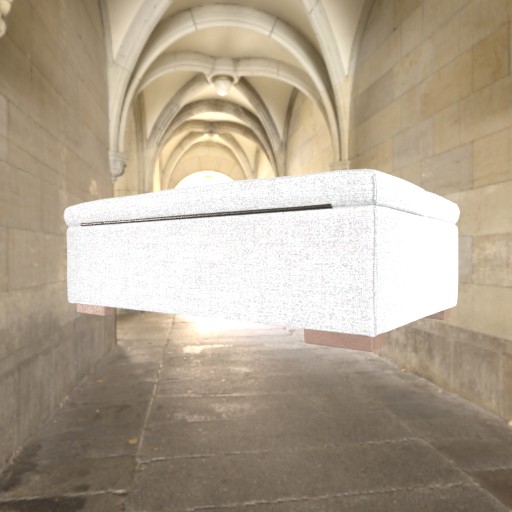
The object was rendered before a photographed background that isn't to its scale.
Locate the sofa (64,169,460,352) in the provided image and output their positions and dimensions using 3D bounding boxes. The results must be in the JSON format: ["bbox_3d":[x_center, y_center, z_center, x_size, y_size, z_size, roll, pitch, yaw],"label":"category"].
[{"bbox_3d":[0.000,0.000,1.637,1.250,0.434,0.817,0,0,37],"label":"sofa"}]
